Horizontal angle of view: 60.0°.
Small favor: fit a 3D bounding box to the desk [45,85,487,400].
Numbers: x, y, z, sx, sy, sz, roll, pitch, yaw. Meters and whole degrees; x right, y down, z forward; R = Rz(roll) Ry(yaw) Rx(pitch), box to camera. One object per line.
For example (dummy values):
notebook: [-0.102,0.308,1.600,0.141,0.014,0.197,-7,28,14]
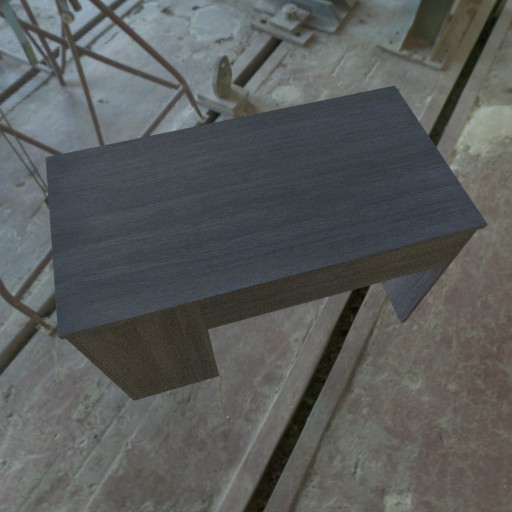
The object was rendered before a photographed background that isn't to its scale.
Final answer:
desk: [0.000,0.000,1.527,1.096,0.730,0.560,-14,61,-8]
